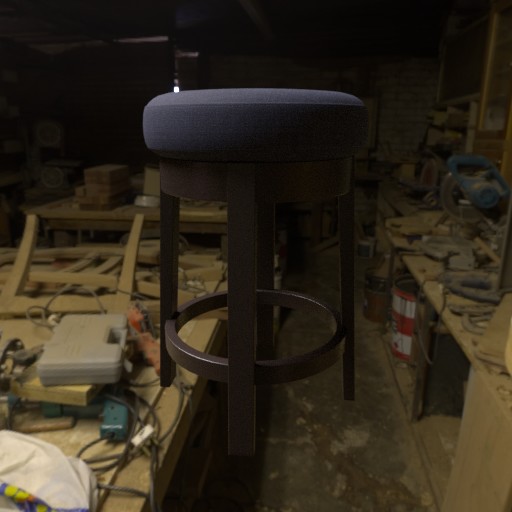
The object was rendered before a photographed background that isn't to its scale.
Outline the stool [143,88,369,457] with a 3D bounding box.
[{"bbox_3d":[0.000,0.000,0.944,0.449,0.655,0.449,0,17,0],"label":"stool"}]
